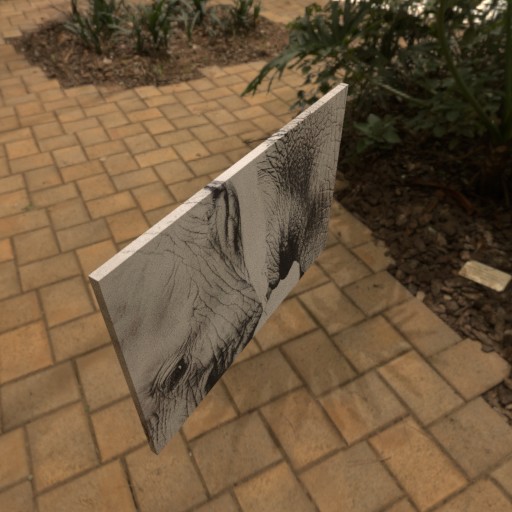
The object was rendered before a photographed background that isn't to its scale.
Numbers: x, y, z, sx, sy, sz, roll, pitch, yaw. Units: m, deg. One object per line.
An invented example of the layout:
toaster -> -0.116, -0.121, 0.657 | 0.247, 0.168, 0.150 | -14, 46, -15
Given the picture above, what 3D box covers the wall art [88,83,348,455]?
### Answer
wall art -> 0.000, 0.000, 1.163 | 0.023, 0.607, 0.914 | 24, 47, 24
